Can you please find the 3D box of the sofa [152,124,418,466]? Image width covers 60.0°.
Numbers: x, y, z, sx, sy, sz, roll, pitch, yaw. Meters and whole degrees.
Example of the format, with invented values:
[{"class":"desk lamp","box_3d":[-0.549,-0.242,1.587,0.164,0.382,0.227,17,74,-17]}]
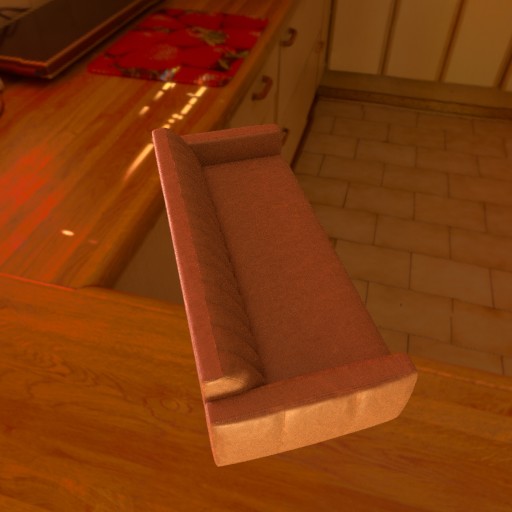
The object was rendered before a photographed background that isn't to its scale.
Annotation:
[{"class":"sofa","box_3d":[0.000,0.000,2.798,0.990,0.821,2.291,-11,47,-10]}]
